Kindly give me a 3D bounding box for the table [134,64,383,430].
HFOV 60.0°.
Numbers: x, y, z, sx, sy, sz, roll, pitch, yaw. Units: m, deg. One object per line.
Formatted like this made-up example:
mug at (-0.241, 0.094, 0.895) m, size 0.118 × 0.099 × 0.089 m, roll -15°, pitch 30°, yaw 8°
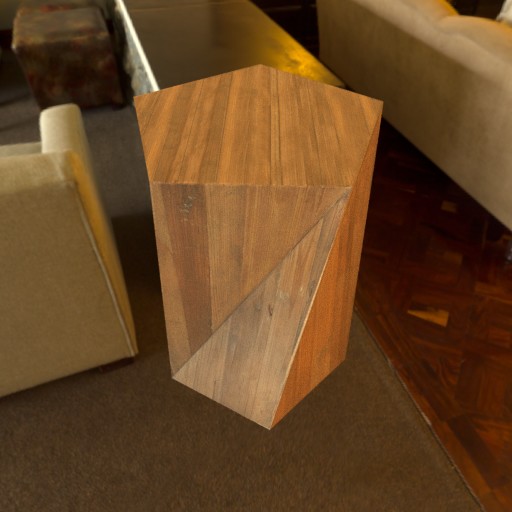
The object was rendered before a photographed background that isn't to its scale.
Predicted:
table at (0.000, 0.000, 0.905) m, size 0.441 × 0.604 × 0.425 m, roll 16°, pitch 46°, yaw 16°
